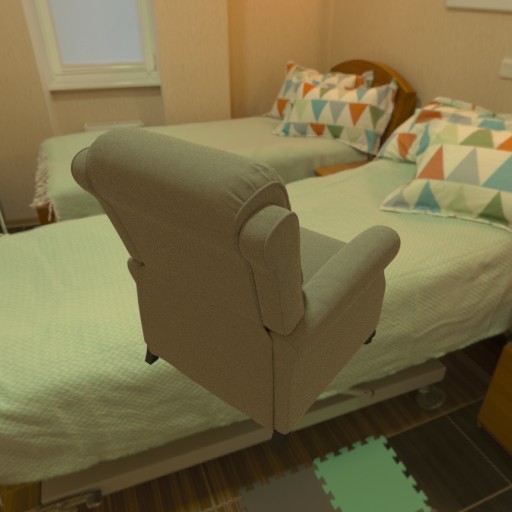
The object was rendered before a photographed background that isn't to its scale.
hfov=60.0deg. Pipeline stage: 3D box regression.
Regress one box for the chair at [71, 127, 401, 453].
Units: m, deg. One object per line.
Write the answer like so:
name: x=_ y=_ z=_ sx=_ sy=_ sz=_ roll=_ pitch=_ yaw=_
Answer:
chair: x=0.000 y=0.000 z=1.706 sx=0.859 sy=1.046 sz=0.919 roll=23 pitch=38 yaw=32
